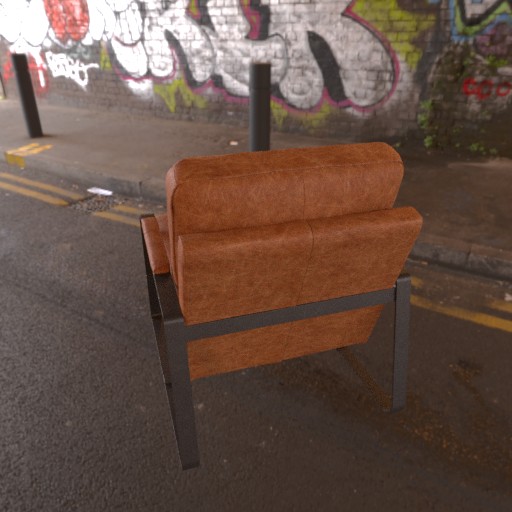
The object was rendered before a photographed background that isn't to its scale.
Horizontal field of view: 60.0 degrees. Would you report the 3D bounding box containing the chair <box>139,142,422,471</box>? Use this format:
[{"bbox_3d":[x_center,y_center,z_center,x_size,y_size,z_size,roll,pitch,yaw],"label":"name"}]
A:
[{"bbox_3d":[0.000,0.000,1.376,0.651,0.777,0.801,-8,28,-16],"label":"chair"}]
